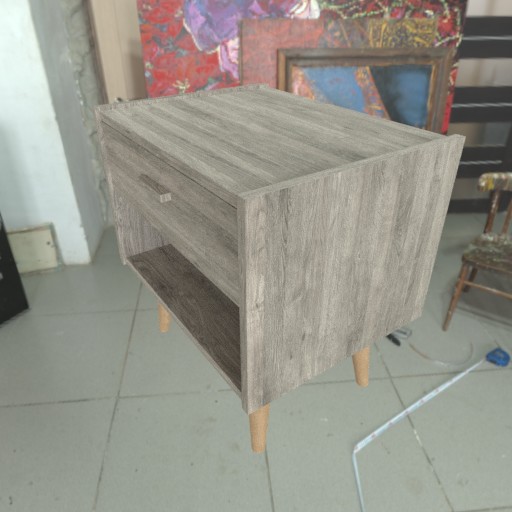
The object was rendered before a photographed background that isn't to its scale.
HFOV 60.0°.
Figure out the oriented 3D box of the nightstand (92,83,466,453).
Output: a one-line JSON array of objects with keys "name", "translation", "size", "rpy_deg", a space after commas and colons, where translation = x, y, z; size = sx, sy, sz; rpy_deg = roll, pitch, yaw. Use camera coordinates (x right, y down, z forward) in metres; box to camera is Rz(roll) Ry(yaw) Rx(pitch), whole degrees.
[{"name": "nightstand", "translation": [0.000, 0.000, 0.825], "size": [0.380, 0.500, 0.480], "rpy_deg": [-20, 37, -29]}]
